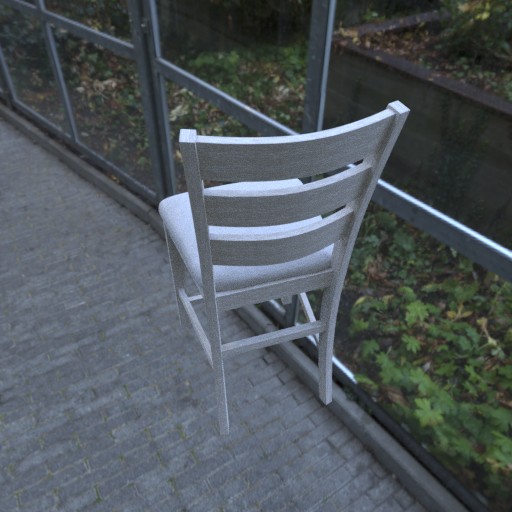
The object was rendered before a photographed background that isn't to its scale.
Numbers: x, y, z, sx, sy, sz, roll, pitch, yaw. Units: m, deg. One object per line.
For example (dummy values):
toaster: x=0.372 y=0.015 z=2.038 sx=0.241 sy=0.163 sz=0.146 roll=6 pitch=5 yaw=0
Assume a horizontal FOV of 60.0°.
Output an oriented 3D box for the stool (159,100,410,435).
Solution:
stool: x=0.000 y=0.000 z=1.303 sx=0.484 sy=1.032 sz=0.569 roll=-12 pitch=42 yaw=-13
